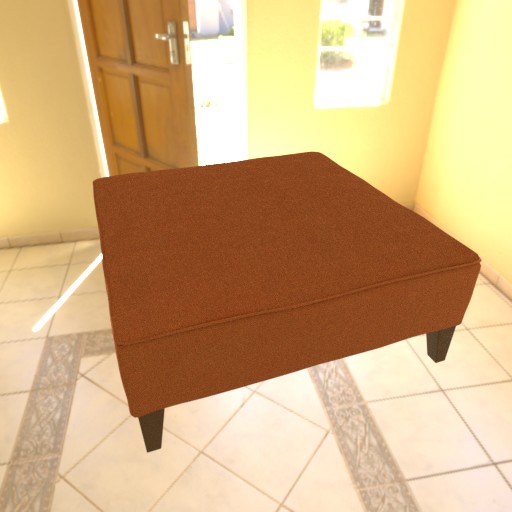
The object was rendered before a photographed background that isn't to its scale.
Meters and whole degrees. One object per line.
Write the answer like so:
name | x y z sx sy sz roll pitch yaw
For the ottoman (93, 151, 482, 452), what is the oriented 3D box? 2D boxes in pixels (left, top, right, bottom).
ottoman | 0.000 0.000 1.544 0.999 0.438 0.997 -11 33 -17
